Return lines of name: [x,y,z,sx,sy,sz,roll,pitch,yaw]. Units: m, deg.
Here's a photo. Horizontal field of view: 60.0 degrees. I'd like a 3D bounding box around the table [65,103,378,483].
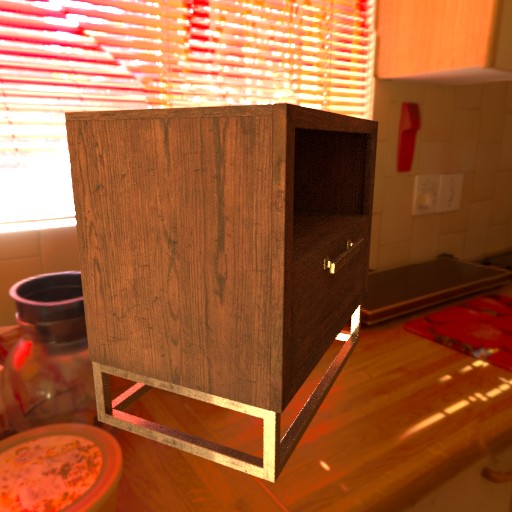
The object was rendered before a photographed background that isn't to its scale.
table: [0.000,0.000,1.249,0.542,0.746,0.767,7,16,25]
